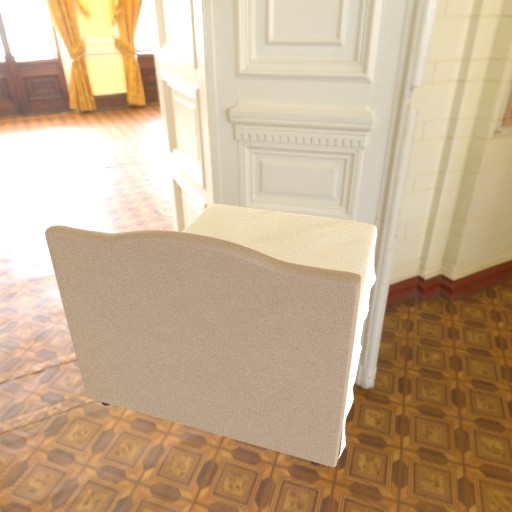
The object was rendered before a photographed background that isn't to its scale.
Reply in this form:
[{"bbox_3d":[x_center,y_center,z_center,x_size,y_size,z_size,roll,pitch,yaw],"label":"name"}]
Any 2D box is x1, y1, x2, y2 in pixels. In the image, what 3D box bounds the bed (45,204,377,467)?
[{"bbox_3d":[0.000,0.000,3.430,1.821,1.436,2.282,9,31,15],"label":"bed"}]
